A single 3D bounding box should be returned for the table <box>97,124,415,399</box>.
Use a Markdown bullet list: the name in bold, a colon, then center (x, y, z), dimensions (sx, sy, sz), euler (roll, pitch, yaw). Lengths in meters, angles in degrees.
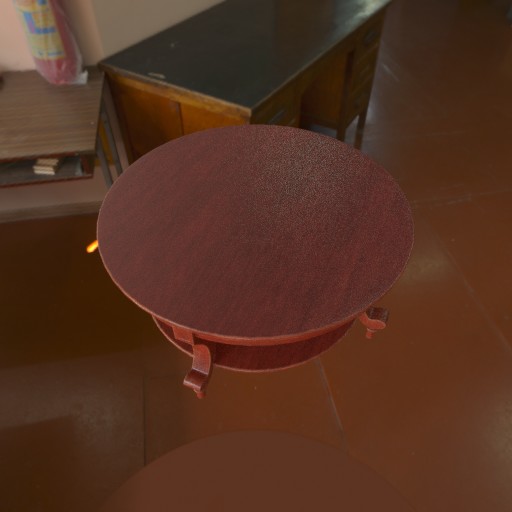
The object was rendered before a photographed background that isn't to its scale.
- **table**: center (0.000, 0.000, 1.643), dimensions (1.029, 0.486, 1.029), euler (0, 47, 0)
